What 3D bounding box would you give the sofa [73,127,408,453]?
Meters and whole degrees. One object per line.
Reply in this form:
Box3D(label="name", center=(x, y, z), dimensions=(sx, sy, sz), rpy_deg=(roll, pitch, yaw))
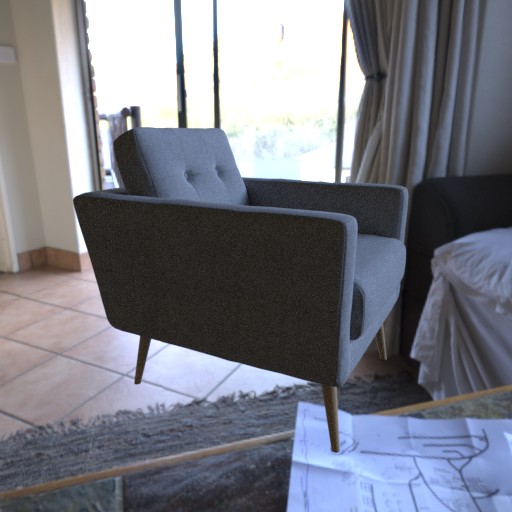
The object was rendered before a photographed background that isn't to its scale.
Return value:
Box3D(label="sofa", center=(0.000, 0.000, 1.539), dimensions=(0.920, 0.860, 0.770), rpy_deg=(8, 18, 27))
